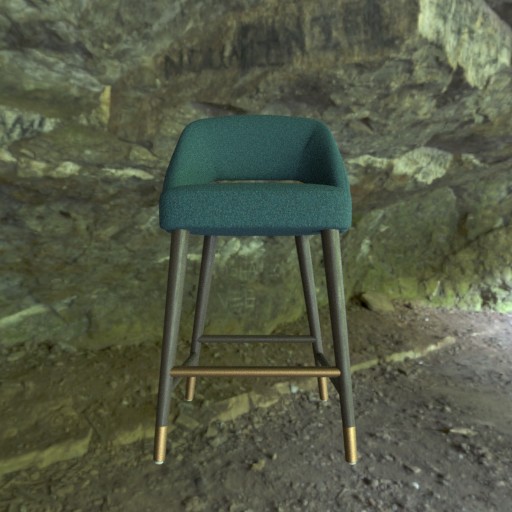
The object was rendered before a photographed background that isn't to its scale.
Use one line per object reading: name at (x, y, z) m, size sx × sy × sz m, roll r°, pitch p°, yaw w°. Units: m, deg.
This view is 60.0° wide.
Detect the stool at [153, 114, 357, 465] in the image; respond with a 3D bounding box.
stool at (0.000, 0.000, 1.252) m, size 0.536 × 0.939 × 0.522 m, roll 0°, pitch 1°, yaw 1°
